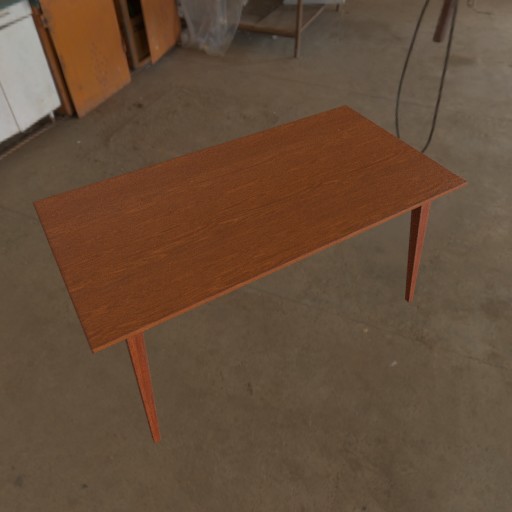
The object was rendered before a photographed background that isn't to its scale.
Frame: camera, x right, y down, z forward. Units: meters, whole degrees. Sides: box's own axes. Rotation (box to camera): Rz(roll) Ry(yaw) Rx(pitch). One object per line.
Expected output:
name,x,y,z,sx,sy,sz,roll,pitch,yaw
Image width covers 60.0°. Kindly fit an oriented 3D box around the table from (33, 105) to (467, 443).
table,0.000,0.000,2.096,1.609,0.755,0.811,-23,50,-21
